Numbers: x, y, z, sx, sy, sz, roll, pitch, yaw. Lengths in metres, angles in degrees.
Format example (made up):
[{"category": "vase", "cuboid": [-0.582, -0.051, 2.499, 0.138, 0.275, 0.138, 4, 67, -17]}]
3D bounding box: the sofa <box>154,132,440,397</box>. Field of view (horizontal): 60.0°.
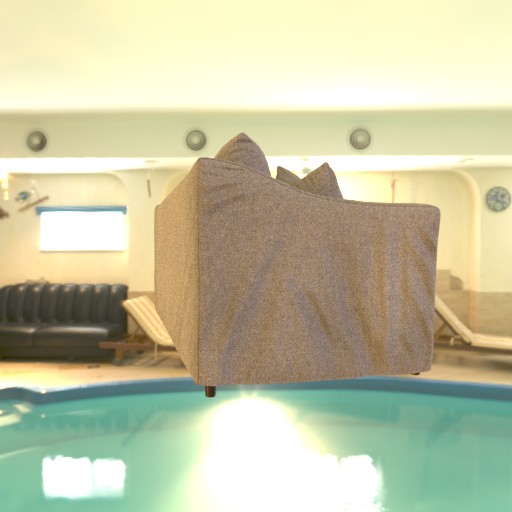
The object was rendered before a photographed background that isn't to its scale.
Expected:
[{"category": "sofa", "cuboid": [0.000, 0.000, 2.662, 1.072, 1.018, 2.010, 0, 1, -17]}]
